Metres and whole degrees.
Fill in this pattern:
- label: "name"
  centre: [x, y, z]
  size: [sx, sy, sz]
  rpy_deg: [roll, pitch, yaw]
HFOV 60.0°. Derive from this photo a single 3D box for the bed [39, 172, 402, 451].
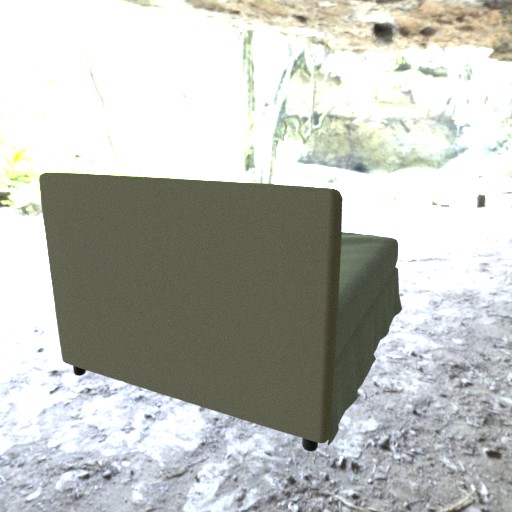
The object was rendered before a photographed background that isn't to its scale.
- label: "bed"
  centre: [0.000, 0.000, 3.284]
  size: [1.884, 1.330, 2.142]
  rpy_deg: [8, 17, 25]
